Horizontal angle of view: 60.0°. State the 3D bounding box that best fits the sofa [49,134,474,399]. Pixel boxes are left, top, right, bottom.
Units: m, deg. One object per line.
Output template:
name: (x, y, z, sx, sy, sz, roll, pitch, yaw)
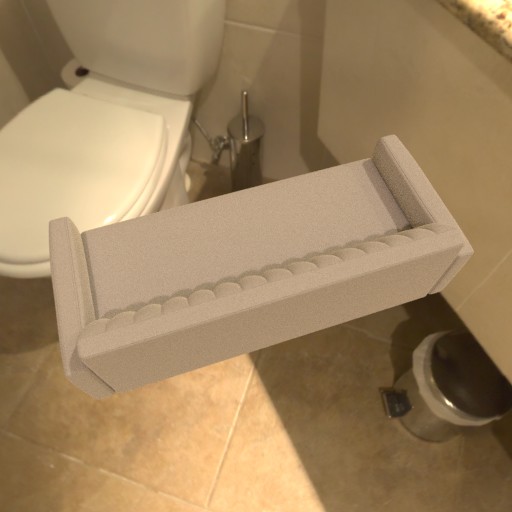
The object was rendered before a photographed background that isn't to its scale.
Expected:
sofa: (0.000, 0.000, 2.707, 2.291, 0.821, 0.990, -16, 61, -9)
